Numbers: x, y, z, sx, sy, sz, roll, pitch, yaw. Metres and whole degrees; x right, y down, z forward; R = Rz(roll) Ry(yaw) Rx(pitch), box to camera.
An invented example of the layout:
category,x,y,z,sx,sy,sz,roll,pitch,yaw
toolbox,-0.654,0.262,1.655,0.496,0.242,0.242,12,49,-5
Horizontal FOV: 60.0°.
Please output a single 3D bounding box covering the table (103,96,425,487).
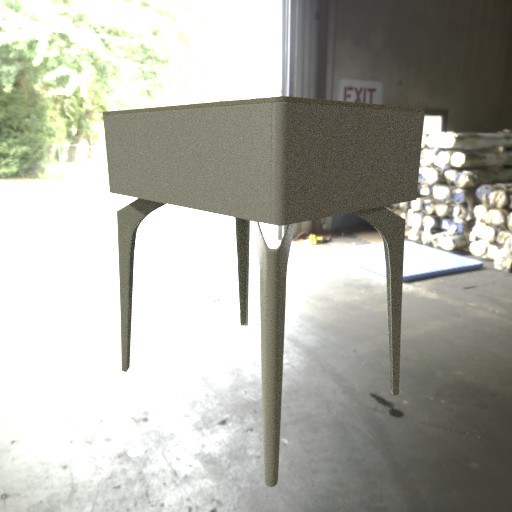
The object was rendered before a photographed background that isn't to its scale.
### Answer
category,x,y,z,sx,sy,sz,roll,pitch,yaw
table,0.000,0.000,0.913,0.400,0.570,0.500,-14,20,-41
